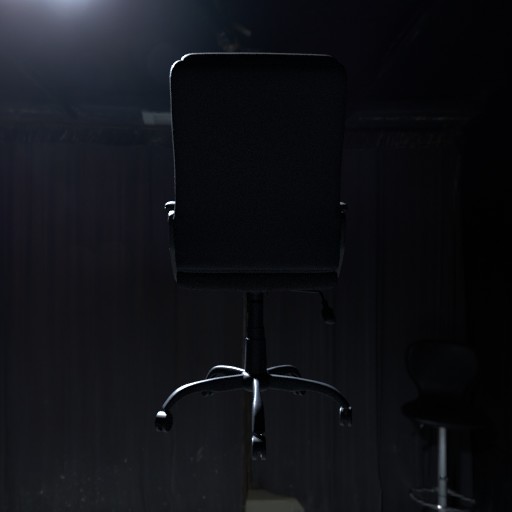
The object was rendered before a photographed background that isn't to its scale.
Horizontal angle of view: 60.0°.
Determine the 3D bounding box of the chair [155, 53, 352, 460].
[{"bbox_3d":[0.000,0.000,1.451,0.615,1.072,0.655,0,-1,-2],"label":"chair"}]
